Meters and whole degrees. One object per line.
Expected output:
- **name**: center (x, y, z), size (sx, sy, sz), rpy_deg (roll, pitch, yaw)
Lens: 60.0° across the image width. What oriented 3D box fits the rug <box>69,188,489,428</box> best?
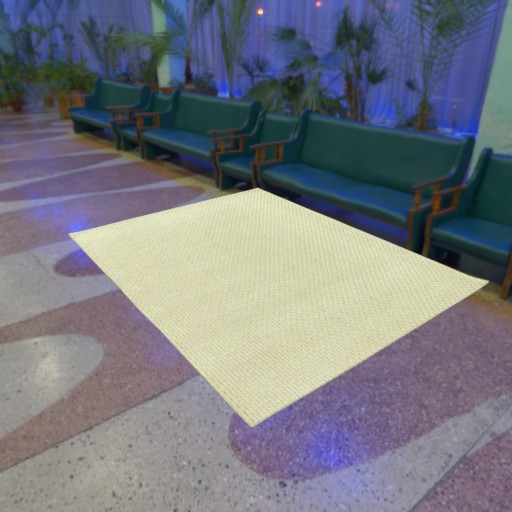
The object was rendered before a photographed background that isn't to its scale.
- **rug**: center (0.000, 0.000, 3.793), size (2.277, 0.035, 2.897), rpy_deg (-19, 33, -33)
